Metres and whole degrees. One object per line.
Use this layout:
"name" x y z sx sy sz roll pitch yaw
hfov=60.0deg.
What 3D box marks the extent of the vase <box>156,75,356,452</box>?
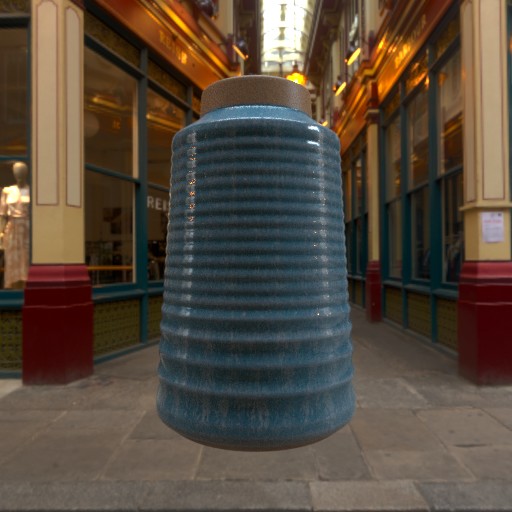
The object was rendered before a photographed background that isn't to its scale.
"vase" 0.000 0.000 0.370 0.163 0.267 0.163 0 0 0
